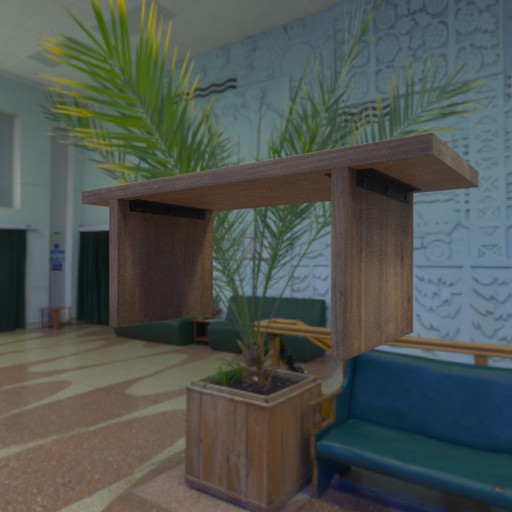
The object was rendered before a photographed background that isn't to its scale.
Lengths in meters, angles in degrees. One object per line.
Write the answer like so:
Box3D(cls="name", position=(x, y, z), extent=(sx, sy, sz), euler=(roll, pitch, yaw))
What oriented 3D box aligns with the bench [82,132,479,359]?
Box3D(cls="bench", position=(0.000, 0.000, 1.383), extent=(1.183, 0.458, 0.458), euler=(-1, -1, 36))
